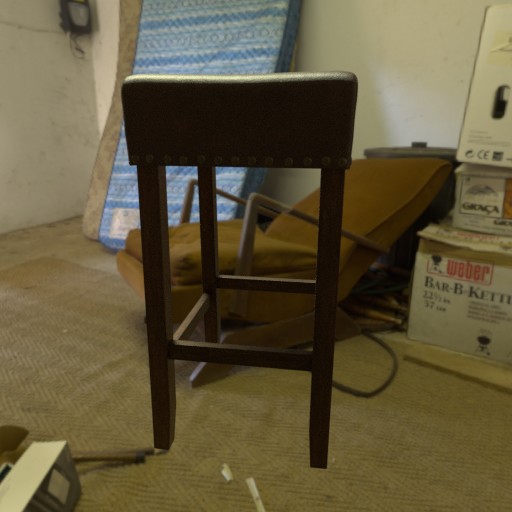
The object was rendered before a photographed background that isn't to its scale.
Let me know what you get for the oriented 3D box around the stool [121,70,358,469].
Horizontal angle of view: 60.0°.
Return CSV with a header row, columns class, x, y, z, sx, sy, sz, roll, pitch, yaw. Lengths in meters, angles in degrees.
class,x,y,z,sx,sy,sz,roll,pitch,yaw
stool,0.000,0.000,1.043,0.401,0.769,0.465,3,17,9
